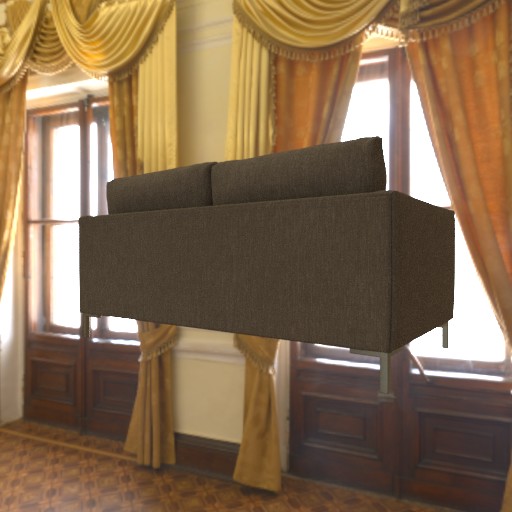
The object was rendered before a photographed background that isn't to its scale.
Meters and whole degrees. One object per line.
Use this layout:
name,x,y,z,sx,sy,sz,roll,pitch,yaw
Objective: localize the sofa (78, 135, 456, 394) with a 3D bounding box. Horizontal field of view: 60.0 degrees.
sofa,0.000,0.000,2.167,1.682,0.840,0.875,0,0,36
